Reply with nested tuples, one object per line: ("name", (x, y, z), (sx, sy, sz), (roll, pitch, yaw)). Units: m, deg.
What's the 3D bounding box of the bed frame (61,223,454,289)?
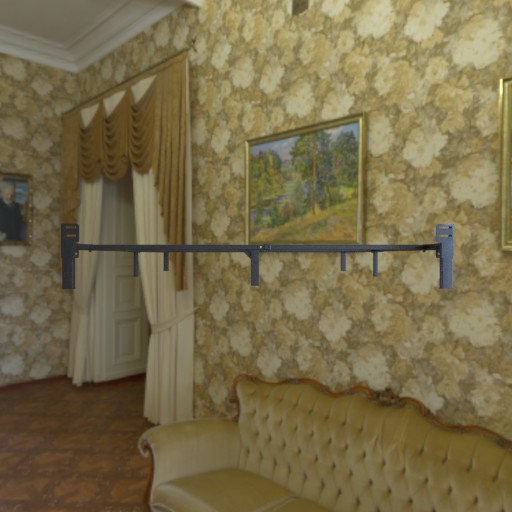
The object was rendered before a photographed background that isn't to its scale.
("bed frame", (0.000, 0.000, 2.675), (1.498, 0.248, 1.990), (0, 0, -1))
